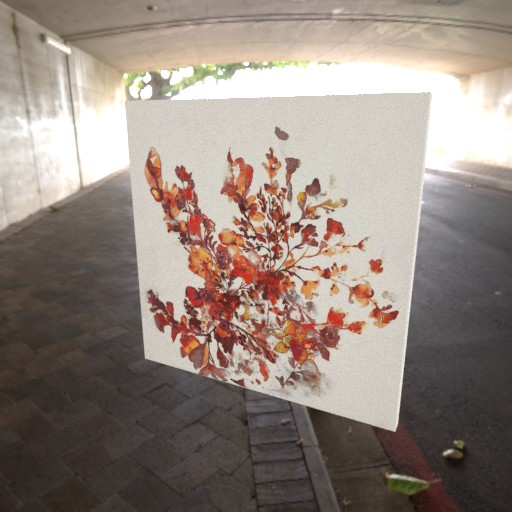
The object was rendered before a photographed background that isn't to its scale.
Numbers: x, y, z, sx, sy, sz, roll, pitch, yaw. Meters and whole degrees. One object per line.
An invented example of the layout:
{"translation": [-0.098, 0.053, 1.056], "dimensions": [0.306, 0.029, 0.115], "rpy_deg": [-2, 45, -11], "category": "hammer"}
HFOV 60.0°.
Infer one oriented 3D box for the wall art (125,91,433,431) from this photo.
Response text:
{"translation": [0.000, 0.000, 1.493], "dimensions": [1.009, 1.009, 0.049], "rpy_deg": [8, 18, 26], "category": "wall art"}
